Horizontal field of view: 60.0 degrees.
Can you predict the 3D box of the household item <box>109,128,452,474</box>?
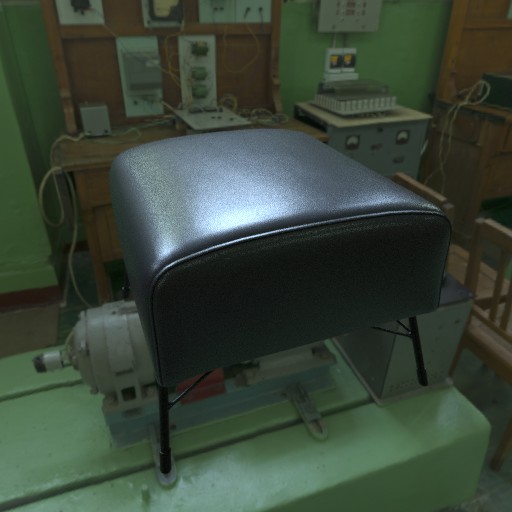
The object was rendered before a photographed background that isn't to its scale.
[{"bbox_3d":[0.000,0.000,0.899,0.530,0.410,0.530,-11,32,-18],"label":"household item"}]
